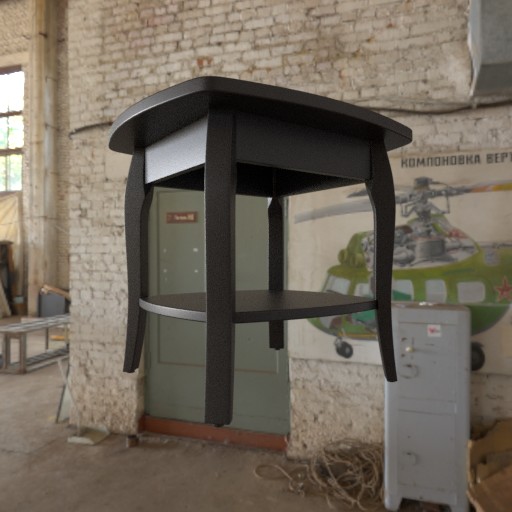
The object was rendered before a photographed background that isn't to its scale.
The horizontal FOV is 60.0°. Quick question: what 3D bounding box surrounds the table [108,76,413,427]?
[{"bbox_3d":[0.000,0.000,0.841,0.508,0.457,0.457,0,0,-35],"label":"table"}]
